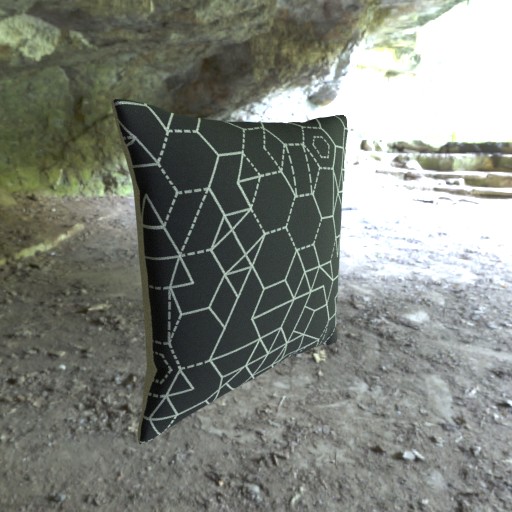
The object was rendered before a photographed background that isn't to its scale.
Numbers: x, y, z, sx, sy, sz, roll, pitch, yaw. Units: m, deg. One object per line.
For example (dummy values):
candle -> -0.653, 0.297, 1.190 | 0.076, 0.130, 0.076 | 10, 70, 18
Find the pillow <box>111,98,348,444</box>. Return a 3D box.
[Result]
pillow -> 0.000, 0.000, 0.798 | 0.158, 0.508, 0.517 | 14, 21, 43
